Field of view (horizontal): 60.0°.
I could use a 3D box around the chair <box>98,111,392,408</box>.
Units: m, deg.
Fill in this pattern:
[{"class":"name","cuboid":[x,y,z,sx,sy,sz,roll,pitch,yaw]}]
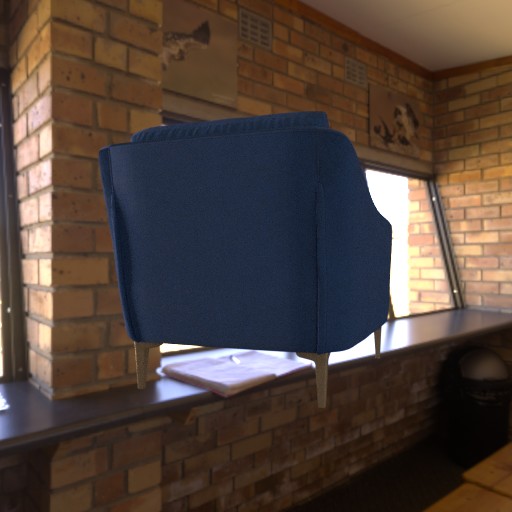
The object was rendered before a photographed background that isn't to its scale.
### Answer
[{"class":"chair","cuboid":[0.000,0.000,1.702,0.987,0.899,0.961,0,0,18]}]
